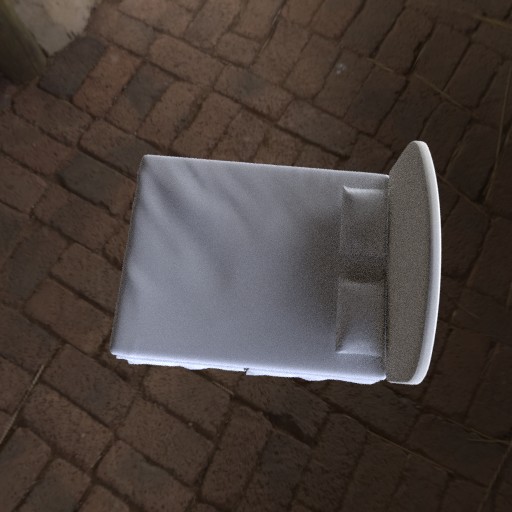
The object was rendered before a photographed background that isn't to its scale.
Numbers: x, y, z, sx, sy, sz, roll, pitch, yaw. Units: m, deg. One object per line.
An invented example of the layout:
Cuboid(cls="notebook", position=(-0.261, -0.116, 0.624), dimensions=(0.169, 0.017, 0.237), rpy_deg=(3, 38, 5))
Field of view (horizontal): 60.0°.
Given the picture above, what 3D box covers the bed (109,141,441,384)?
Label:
Cuboid(cls="bed", position=(0.000, 0.000, 3.074), dimensions=(2.005, 1.410, 1.607), rpy_deg=(5, 75, 1))
